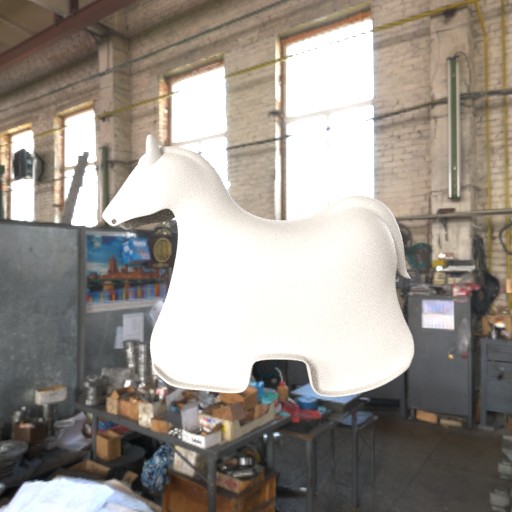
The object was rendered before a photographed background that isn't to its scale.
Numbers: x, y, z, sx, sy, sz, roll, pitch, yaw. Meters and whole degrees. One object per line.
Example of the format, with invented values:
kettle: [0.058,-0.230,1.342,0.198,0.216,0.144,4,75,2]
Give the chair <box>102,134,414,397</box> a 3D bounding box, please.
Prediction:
chair: [0.000,0.000,1.158,0.800,0.612,0.429,0,-1,1]
